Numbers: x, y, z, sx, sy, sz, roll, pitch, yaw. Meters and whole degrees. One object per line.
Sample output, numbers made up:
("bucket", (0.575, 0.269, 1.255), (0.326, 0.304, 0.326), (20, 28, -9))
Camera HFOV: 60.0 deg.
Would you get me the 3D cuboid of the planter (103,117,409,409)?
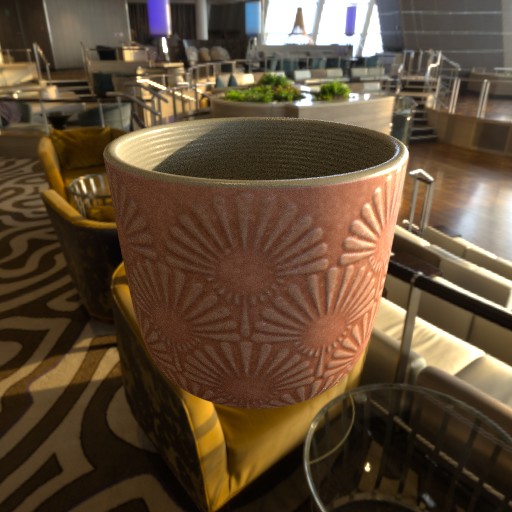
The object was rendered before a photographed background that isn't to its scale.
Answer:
("planter", (0.000, 0.000, 0.211), (0.124, 0.109, 0.124), (0, 26, 0))
